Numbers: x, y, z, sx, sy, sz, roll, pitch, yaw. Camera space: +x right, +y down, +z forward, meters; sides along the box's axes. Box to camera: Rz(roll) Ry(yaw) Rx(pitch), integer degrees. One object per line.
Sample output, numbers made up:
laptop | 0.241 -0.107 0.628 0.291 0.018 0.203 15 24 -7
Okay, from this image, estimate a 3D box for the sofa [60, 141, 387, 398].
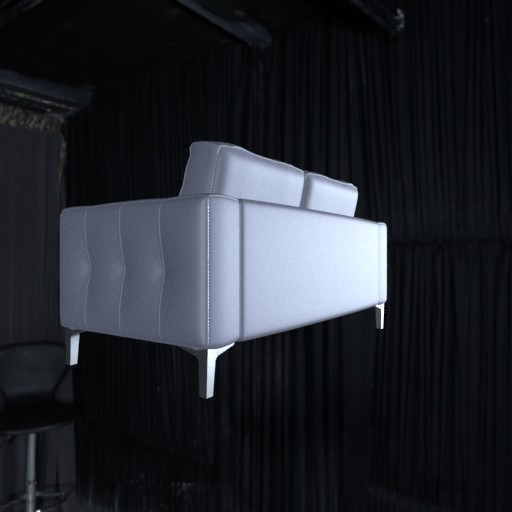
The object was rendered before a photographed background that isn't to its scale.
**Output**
sofa | 0.000 0.000 2.289 0.833 0.893 1.726 0 0 35
